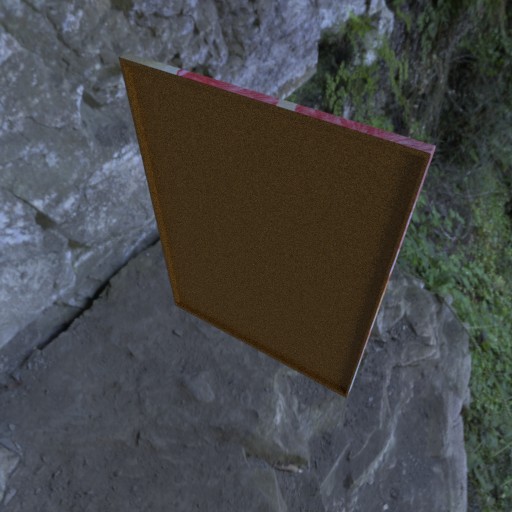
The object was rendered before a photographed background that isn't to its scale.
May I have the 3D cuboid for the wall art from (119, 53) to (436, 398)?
[{"bbox_3d":[0.000,0.000,1.318,0.762,1.015,0.031,24,52,21],"label":"wall art"}]
